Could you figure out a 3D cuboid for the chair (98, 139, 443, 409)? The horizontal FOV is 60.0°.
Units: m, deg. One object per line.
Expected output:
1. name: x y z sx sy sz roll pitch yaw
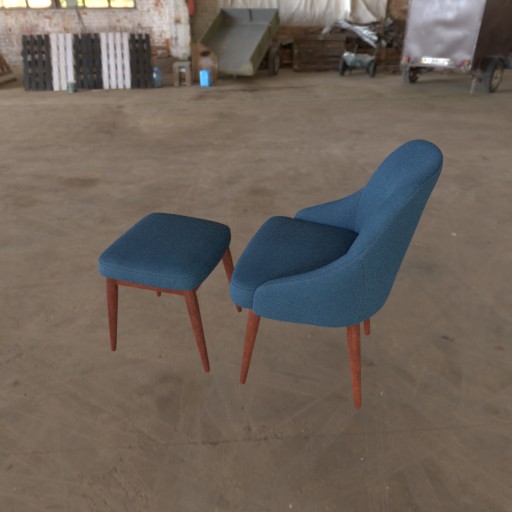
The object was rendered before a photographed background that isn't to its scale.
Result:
1. chair: 0.000 0.000 1.616 1.114 0.866 0.584 9 32 14
